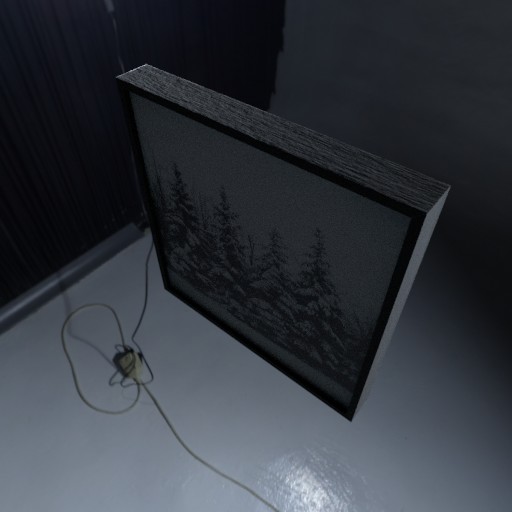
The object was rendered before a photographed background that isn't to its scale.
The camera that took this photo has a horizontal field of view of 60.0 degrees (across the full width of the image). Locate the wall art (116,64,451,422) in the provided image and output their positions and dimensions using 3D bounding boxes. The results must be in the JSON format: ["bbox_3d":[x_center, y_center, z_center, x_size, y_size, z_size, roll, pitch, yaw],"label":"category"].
[{"bbox_3d":[0.000,0.000,0.462,0.305,0.305,0.037,30,53,26],"label":"wall art"}]
